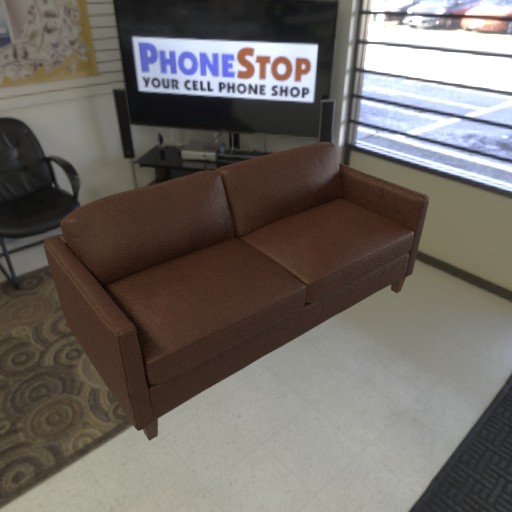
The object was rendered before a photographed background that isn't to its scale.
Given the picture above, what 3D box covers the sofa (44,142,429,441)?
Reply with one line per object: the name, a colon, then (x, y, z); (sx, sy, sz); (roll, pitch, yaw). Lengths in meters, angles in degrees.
sofa: (0.000, 0.000, 2.504); (1.971, 0.863, 0.923); (-22, 38, -32)
